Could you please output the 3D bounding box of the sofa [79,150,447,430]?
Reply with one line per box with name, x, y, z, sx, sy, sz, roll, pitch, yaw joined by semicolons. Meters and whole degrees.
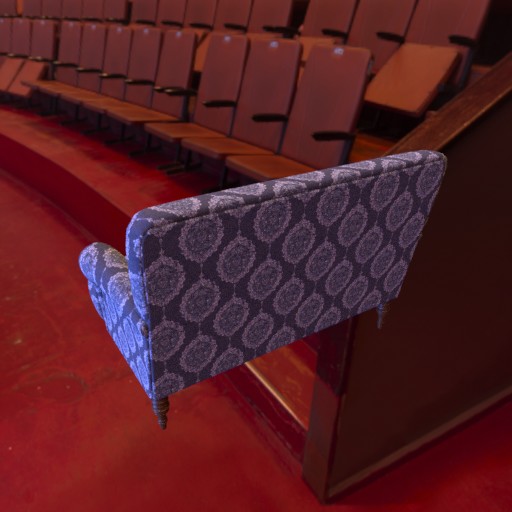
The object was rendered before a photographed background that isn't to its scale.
sofa;0.000;0.000;1.806;1.297;0.867;0.779;-17;32;-28
